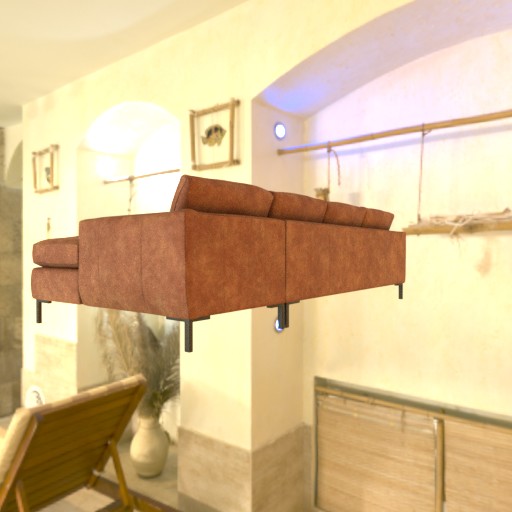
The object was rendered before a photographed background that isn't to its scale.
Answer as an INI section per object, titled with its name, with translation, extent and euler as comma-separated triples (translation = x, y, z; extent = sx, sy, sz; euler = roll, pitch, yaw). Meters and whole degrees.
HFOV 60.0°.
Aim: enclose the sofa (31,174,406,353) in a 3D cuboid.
[sofa]
translation = 0.000, 0.000, 3.624
extent = 1.471, 0.859, 2.993
euler = 1, 1, 37
